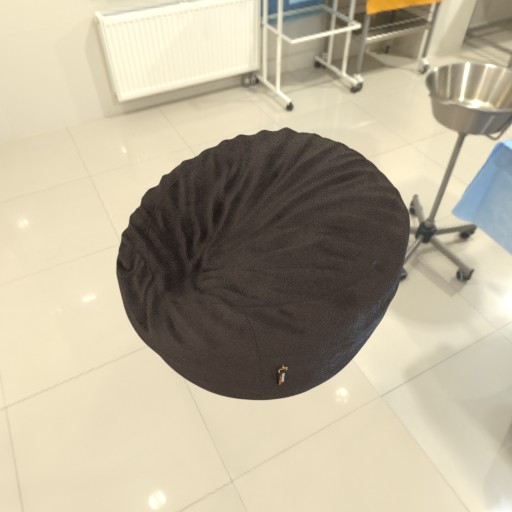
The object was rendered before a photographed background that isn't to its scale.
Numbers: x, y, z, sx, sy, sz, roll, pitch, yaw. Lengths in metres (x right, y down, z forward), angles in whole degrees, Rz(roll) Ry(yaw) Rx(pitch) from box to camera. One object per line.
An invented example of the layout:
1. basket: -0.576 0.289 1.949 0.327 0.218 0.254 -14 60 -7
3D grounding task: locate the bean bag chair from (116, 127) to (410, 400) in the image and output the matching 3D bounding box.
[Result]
1. bean bag chair: 0.000 0.000 2.063 1.245 0.821 1.245 0 47 0
